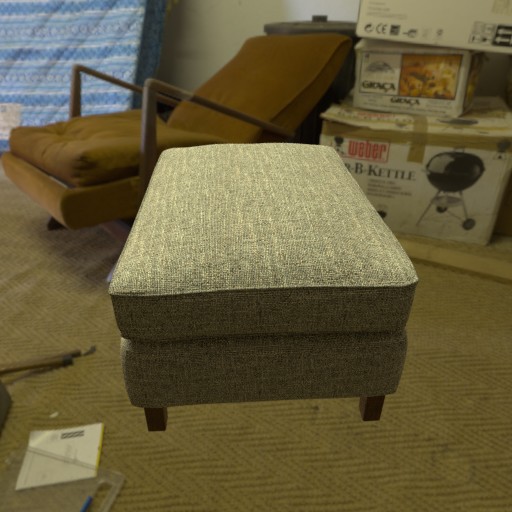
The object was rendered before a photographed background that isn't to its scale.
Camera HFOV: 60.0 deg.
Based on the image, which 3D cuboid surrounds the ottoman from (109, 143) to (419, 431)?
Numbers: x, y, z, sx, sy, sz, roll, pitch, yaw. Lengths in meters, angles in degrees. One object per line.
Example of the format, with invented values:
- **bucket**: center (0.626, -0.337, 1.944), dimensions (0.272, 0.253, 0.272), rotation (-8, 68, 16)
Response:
- **ottoman**: center (0.000, 0.000, 0.999), dimensions (0.508, 0.406, 0.686), rotation (-2, 31, -3)
